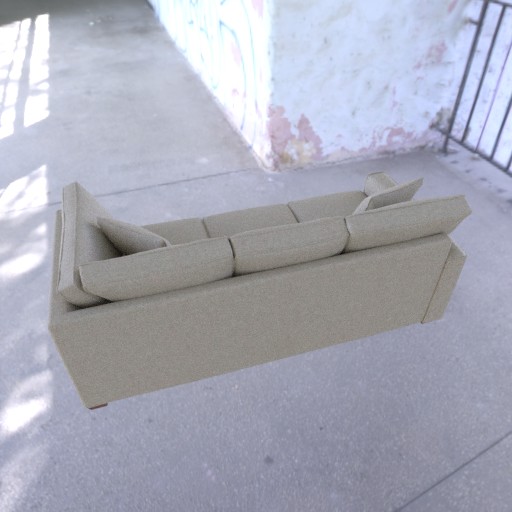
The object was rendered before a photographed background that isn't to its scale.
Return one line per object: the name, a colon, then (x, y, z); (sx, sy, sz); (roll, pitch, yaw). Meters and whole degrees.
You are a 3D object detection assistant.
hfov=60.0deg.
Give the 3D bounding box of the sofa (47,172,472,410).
sofa: (0.000, 0.000, 2.822); (2.317, 0.962, 1.061); (-11, 42, -13)
